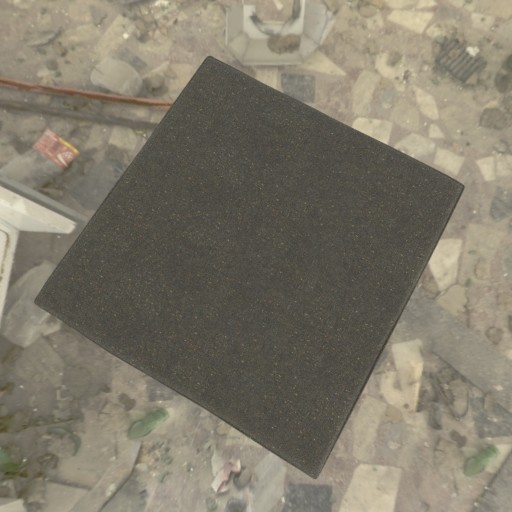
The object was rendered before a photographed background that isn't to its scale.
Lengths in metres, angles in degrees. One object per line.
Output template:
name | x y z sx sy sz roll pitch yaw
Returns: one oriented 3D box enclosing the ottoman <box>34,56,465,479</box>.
ottoman | 0.000 0.000 1.519 0.968 0.382 1.004 30 78 7
